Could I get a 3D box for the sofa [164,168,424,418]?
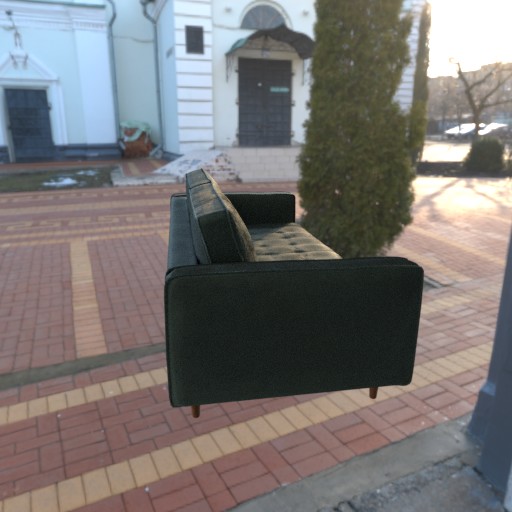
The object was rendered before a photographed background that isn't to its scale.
[{"bbox_3d":[0.000,0.000,2.296,0.886,0.781,1.816,-3,16,-9],"label":"sofa"}]
